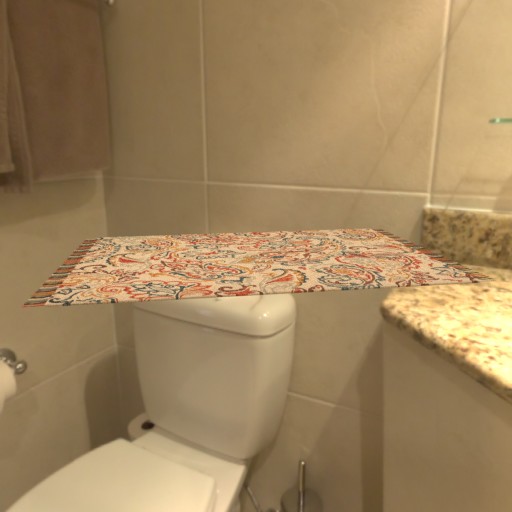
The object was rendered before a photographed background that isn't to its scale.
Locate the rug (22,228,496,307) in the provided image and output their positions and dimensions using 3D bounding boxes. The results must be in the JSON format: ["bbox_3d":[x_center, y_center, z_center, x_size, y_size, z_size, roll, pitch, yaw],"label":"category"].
[{"bbox_3d":[0.000,0.000,2.400,1.997,0.010,1.218,-2,15,-9],"label":"rug"}]
